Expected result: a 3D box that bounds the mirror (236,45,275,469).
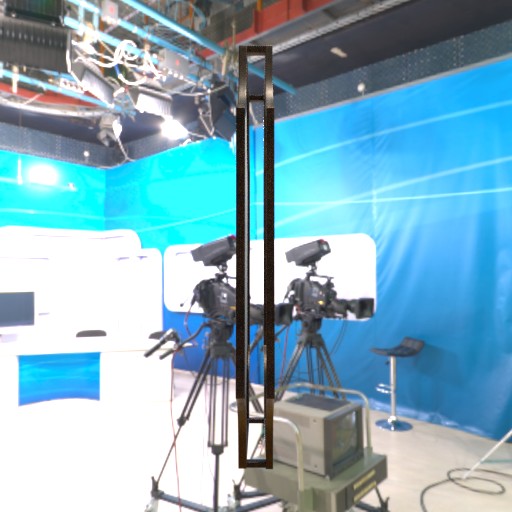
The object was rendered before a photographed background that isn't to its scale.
[{"bbox_3d":[0.000,0.000,0.975,0.066,0.811,0.462,0,-2,0],"label":"mirror"}]
